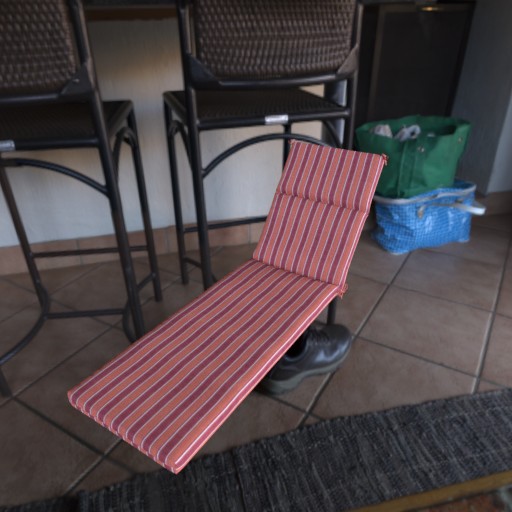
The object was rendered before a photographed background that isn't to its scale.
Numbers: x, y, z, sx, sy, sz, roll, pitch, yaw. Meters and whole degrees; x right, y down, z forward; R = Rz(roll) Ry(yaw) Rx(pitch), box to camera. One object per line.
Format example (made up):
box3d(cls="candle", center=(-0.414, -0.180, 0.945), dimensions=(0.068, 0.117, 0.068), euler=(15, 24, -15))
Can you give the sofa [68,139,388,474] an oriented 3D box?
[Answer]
box3d(cls="sofa", center=(0.000, 0.000, 1.919), dimensions=(0.582, 0.622, 1.663), euler=(18, 33, 29))
